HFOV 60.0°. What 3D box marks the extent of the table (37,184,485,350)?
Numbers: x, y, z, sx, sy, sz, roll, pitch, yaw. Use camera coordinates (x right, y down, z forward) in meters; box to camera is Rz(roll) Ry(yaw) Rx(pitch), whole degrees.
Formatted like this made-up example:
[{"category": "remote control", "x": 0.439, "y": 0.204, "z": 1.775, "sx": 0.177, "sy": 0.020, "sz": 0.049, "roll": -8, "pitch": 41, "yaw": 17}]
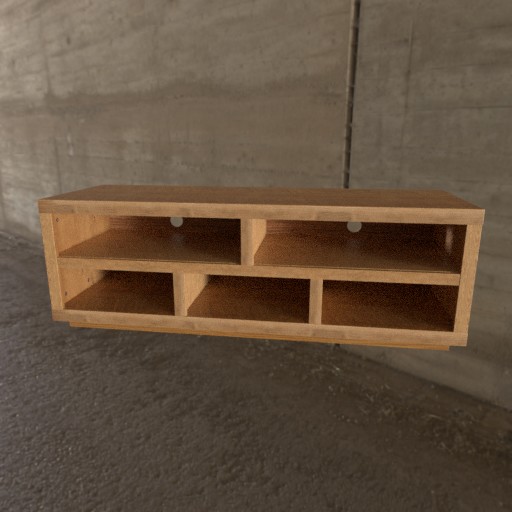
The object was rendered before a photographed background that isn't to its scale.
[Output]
[{"category": "table", "x": 0.000, "y": 0.000, "z": 1.772, "sx": 1.499, "sy": 0.491, "sz": 0.499, "roll": 2, "pitch": 15, "yaw": 8}]
